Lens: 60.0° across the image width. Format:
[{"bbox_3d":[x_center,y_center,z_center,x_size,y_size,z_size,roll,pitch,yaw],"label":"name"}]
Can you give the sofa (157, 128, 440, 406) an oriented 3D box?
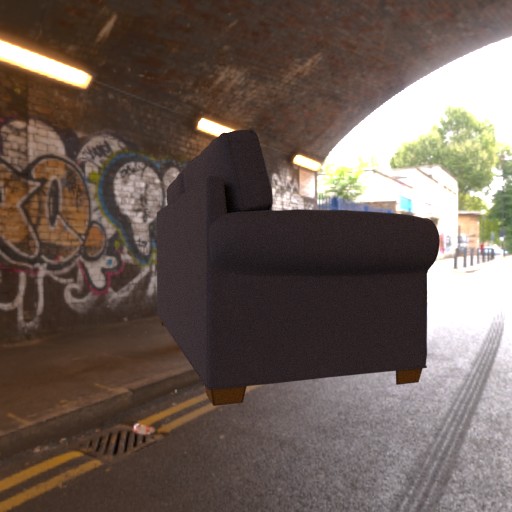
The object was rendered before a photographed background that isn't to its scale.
[{"bbox_3d":[0.000,0.000,2.550,0.951,1.031,2.009,0,1,-18],"label":"sofa"}]
